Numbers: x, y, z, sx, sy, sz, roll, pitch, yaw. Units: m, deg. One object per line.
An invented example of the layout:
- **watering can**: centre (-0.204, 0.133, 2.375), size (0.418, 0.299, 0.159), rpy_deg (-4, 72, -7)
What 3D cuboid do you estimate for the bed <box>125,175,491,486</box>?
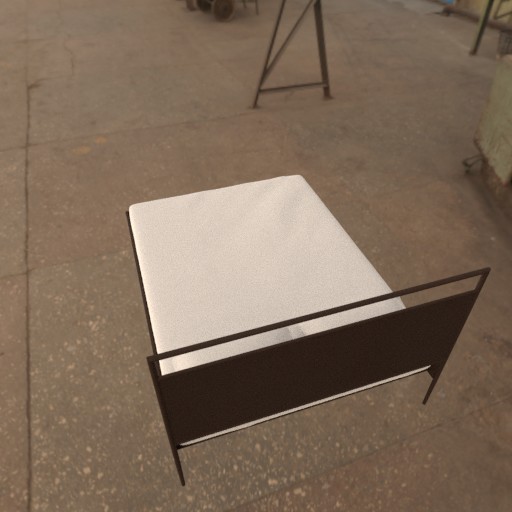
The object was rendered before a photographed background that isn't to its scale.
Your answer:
- **bed**: centre (0.000, 0.000, 2.985), size (1.572, 1.173, 2.122), rpy_deg (-13, 43, -14)
